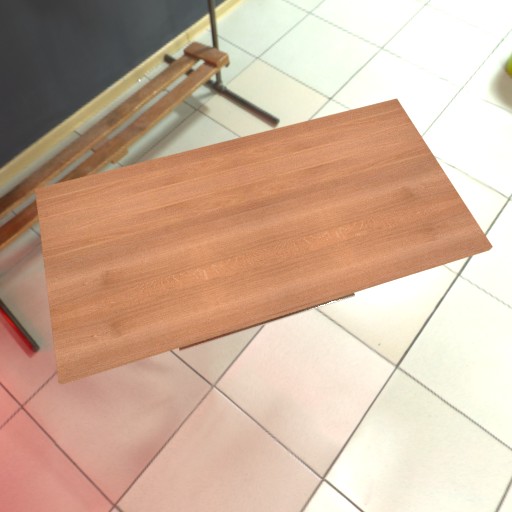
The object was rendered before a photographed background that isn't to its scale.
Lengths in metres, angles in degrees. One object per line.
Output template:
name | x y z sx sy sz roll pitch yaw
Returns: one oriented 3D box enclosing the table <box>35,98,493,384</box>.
table | 0.000 0.000 2.261 1.800 0.750 0.900 -16 64 -8
